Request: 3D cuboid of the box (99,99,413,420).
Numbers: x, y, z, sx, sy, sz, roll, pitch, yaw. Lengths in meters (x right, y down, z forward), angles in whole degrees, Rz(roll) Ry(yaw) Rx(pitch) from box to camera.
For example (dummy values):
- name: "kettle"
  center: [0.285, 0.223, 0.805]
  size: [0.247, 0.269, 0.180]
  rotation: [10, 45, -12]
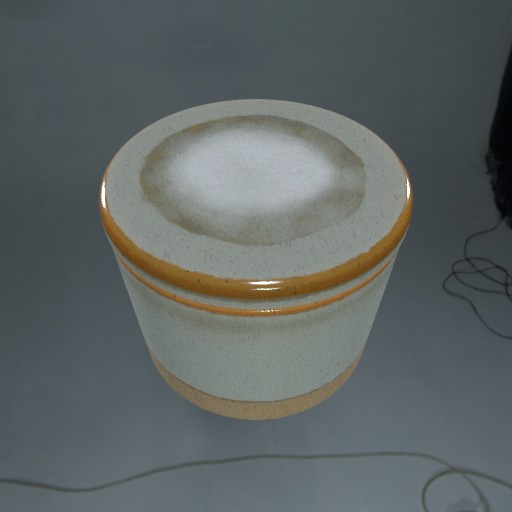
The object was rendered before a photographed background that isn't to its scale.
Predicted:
- name: "box"
  center: [0.000, 0.000, 0.210]
  size: [0.123, 0.100, 0.123]
  rotation: [0, 46, 0]
